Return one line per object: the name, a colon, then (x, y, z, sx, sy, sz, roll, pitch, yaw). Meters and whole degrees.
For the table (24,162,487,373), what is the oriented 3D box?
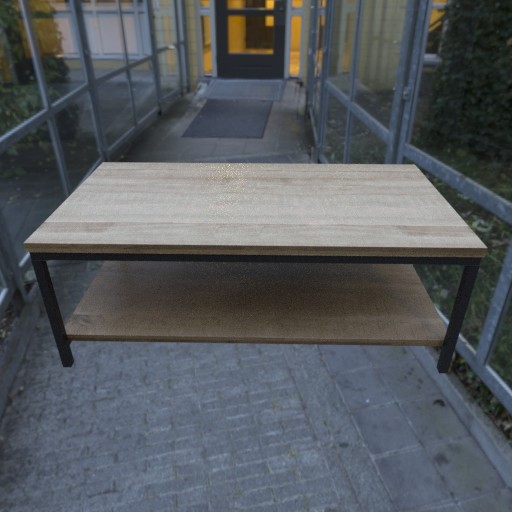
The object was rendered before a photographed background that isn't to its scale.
table: (0.000, 0.000, 1.359, 1.062, 0.393, 0.574, 1, 30, 1)
